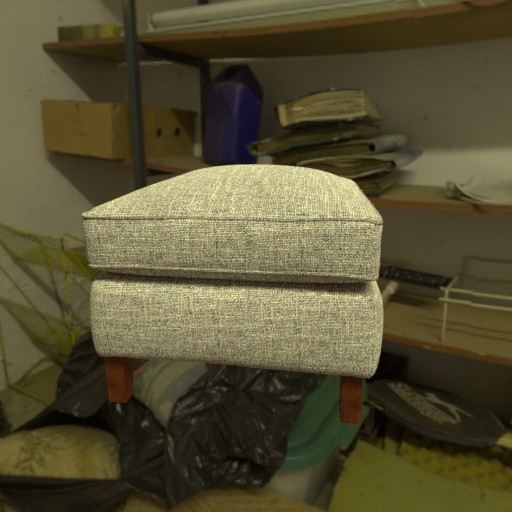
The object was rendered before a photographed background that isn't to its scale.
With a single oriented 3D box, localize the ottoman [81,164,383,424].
[{"bbox_3d":[0.000,0.000,1.012,0.508,0.406,0.686,2,15,8],"label":"ottoman"}]
